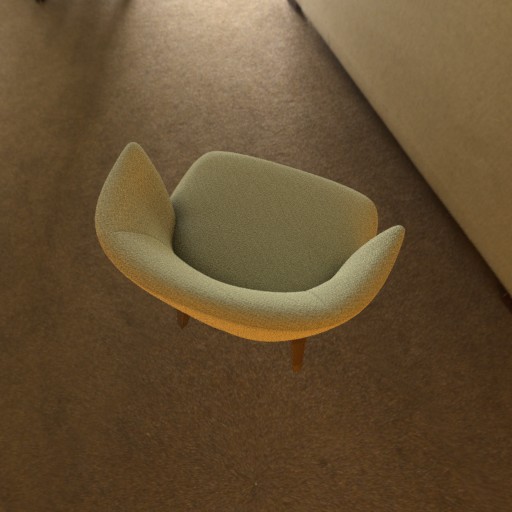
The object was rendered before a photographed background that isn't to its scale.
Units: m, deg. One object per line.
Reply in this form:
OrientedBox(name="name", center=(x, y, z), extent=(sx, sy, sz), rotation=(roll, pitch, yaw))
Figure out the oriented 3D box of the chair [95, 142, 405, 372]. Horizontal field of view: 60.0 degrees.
OrientedBox(name="chair", center=(0.000, 0.000, 1.326), extent=(0.700, 0.760, 0.660), rotation=(19, 64, 9))
